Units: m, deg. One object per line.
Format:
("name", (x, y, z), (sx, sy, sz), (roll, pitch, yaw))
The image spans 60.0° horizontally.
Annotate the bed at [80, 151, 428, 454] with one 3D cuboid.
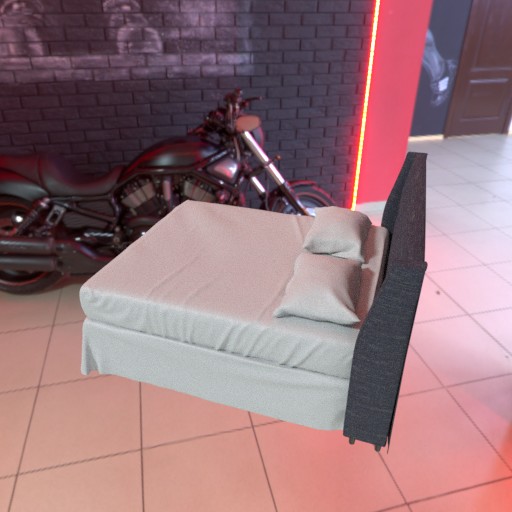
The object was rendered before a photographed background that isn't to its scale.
("bed", (0.000, 0.000, 3.391), (2.276, 1.332, 1.925), (9, 31, 16))
